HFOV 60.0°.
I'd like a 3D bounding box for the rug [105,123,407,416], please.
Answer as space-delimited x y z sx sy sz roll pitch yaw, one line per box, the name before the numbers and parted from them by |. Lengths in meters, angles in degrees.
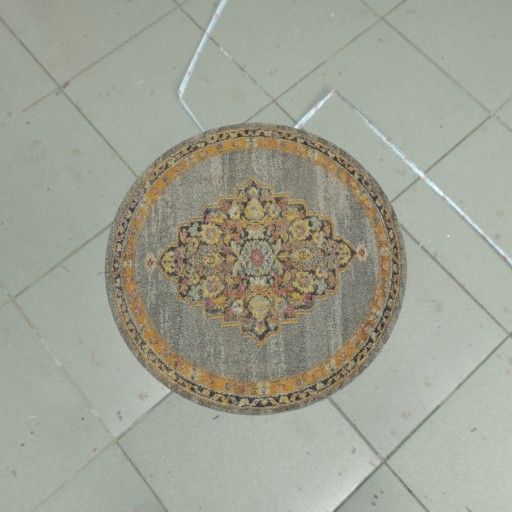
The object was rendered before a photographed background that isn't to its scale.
rug | 0.000 0.000 3.502 2.382 0.014 2.382 0 75 0
